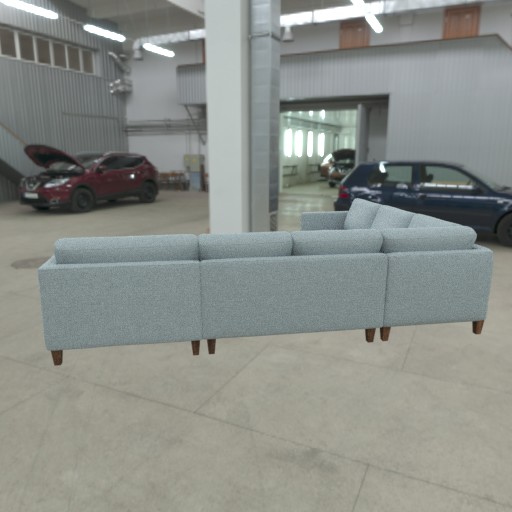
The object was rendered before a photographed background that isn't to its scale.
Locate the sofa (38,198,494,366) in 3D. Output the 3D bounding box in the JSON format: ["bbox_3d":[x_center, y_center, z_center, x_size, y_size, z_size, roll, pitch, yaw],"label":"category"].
[{"bbox_3d":[0.000,0.000,4.441,3.403,0.889,2.551,-2,13,-9],"label":"sofa"}]
